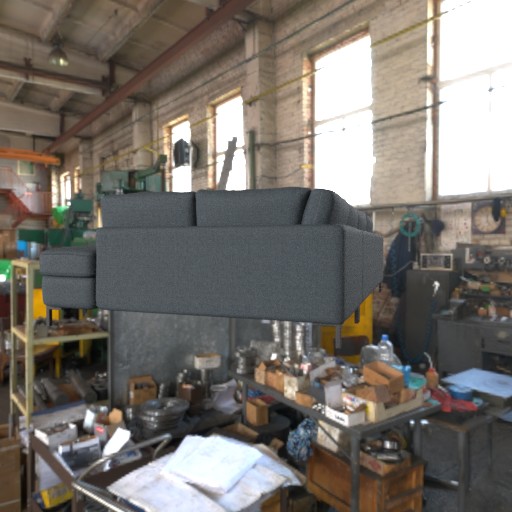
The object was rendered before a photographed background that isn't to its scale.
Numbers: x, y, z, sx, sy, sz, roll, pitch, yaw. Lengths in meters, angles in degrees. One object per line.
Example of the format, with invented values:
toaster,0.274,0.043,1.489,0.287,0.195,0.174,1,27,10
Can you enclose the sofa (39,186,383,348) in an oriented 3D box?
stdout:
sofa,0.000,0.000,3.912,1.984,0.858,2.975,1,2,20
